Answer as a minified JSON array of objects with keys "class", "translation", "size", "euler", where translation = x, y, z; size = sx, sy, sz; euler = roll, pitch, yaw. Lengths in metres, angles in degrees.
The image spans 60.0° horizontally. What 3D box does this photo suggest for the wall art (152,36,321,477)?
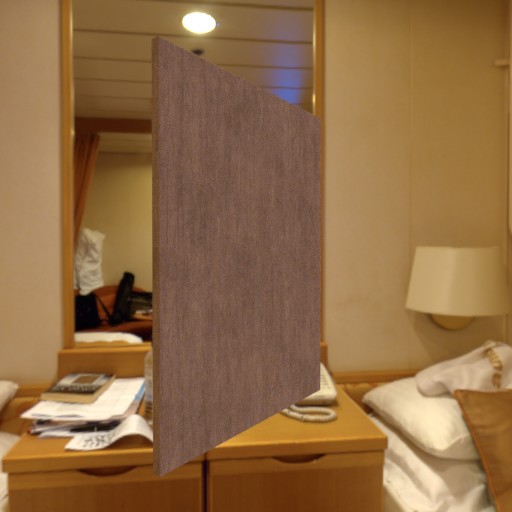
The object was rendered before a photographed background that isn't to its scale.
[{"class":"wall art","translation":[0.000,0.000,0.910],"size":[0.018,0.686,0.534],"euler":[1,1,36]}]
